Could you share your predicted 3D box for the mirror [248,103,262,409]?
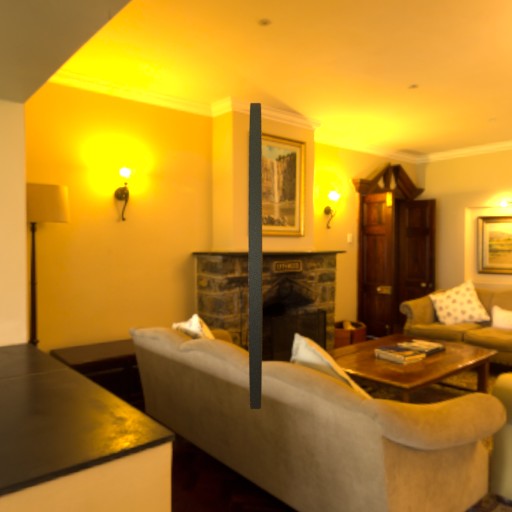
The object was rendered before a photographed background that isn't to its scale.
[{"bbox_3d":[0.000,0.000,1.650,0.036,1.077,1.077,0,1,0],"label":"mirror"}]
